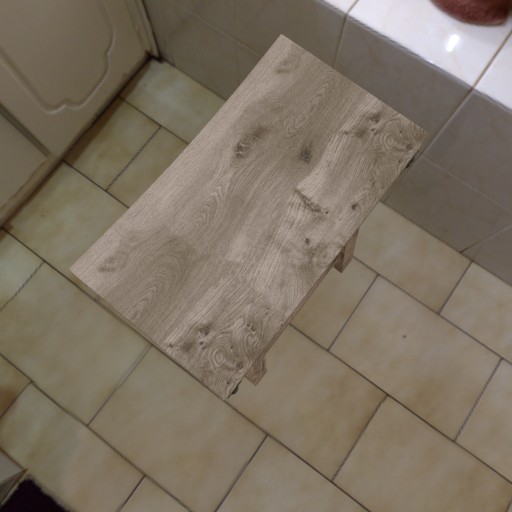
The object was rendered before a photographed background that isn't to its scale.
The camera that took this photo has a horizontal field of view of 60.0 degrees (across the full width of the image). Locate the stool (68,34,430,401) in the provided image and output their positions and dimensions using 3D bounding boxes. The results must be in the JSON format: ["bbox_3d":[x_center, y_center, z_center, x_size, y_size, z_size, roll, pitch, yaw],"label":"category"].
[{"bbox_3d":[0.000,0.000,0.885,0.330,0.635,0.450,38,80,8],"label":"stool"}]
